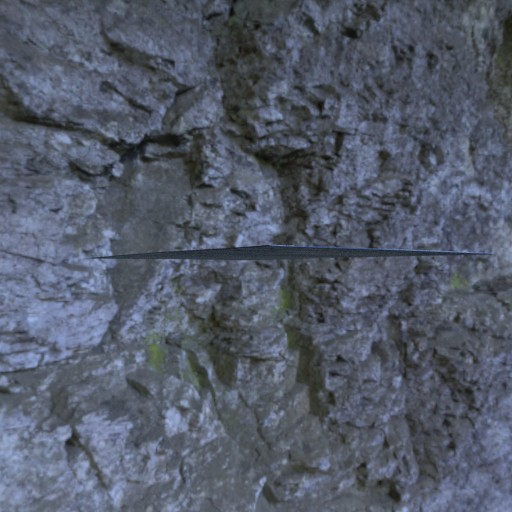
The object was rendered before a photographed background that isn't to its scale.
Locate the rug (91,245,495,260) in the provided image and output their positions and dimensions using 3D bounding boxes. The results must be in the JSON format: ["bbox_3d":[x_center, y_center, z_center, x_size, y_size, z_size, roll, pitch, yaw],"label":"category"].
[{"bbox_3d":[0.000,0.000,2.163,1.135,0.010,1.740,1,-2,-35],"label":"rug"}]
